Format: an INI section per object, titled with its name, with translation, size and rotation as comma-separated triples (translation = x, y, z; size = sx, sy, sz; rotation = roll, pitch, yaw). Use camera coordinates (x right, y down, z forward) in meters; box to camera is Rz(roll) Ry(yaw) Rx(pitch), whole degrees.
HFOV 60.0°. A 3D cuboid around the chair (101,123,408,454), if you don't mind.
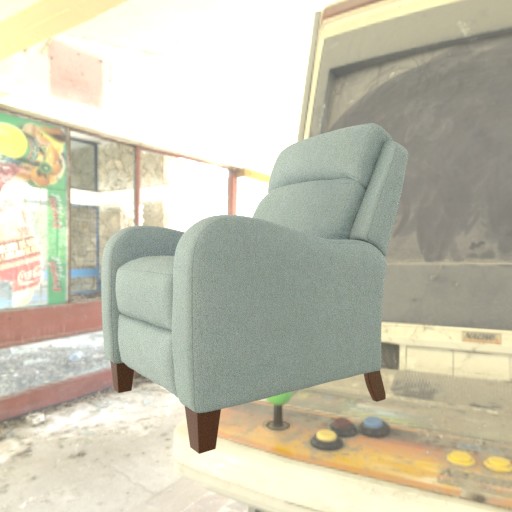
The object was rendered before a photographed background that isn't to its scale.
[chair]
translation = 0.000, 0.000, 1.743
size = 0.988, 1.067, 0.785
rotation = 0, 1, -36
